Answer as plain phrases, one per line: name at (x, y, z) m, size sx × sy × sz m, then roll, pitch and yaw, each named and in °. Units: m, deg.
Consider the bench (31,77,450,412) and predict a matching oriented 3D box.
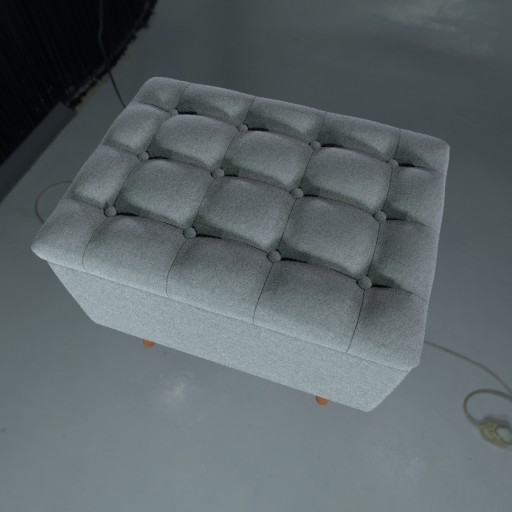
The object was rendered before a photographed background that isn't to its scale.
bench at (0.000, 0.000, 0.868) m, size 0.572 × 0.469 × 0.417 m, roll 16°, pitch 60°, yaw 9°
